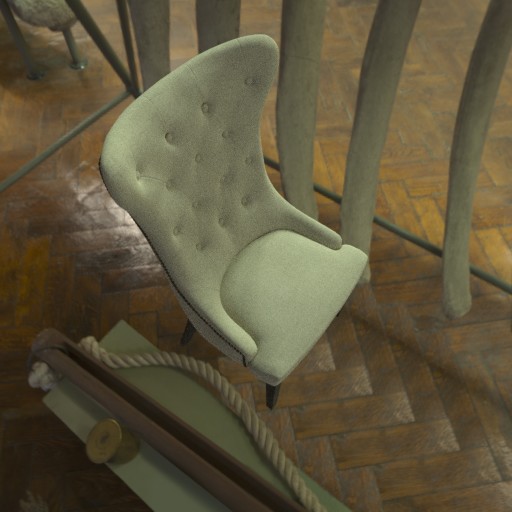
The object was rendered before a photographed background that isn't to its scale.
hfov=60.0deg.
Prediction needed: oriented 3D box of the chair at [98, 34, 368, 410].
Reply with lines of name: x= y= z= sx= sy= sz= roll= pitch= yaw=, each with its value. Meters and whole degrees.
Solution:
chair: x=0.000 y=0.000 z=1.383 sx=0.590 sy=1.065 sz=0.584 roll=33 pitch=64 yaw=18
